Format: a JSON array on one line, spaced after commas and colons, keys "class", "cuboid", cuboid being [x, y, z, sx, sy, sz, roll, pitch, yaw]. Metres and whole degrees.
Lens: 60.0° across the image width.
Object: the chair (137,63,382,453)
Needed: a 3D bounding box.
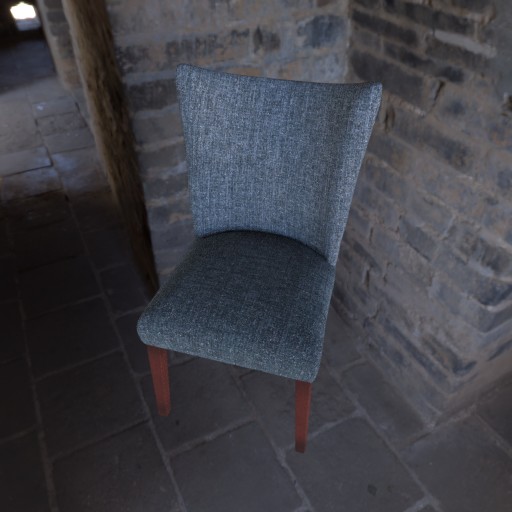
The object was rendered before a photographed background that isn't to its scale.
[{"class": "chair", "cuboid": [0.000, 0.000, 1.283, 0.535, 0.924, 0.623, 10, 41, 12]}]
